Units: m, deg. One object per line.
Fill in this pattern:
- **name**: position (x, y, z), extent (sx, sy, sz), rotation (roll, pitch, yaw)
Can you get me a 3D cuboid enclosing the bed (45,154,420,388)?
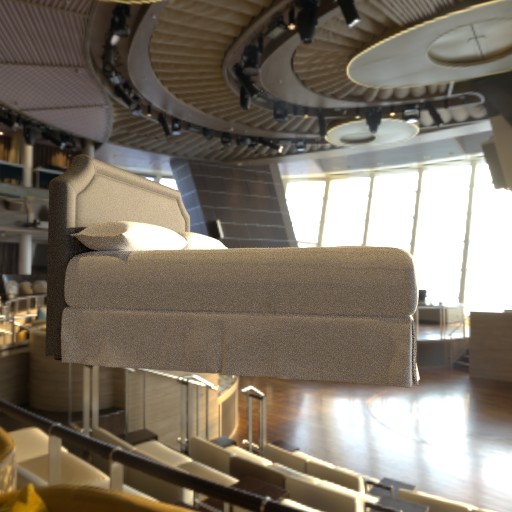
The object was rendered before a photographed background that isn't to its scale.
- **bed**: position (0.000, 0.000, 3.816), extent (2.536, 1.561, 2.194), rotation (-1, -2, 17)
